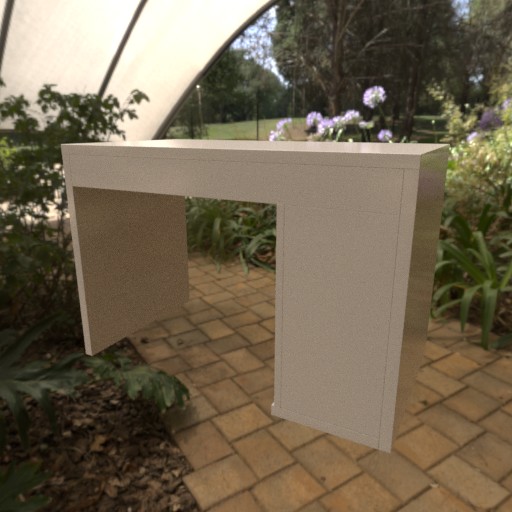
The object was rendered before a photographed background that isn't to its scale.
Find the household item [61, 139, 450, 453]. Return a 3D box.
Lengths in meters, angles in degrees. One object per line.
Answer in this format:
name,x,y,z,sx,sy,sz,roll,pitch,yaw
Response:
household item,0.000,0.000,1.529,1.100,0.749,0.597,9,18,27
